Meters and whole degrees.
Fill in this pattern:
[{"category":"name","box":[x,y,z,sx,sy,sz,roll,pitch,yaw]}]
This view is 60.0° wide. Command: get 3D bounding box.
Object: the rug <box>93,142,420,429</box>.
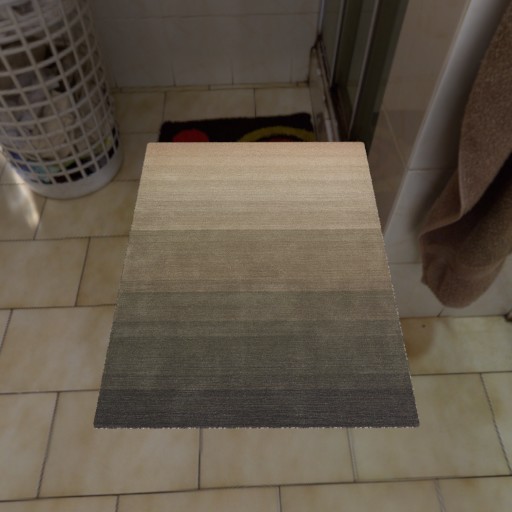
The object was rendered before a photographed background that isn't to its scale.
[{"category":"rug","box":[0.000,0.000,3.910,2.305,0.017,2.902,0,56,0]}]
